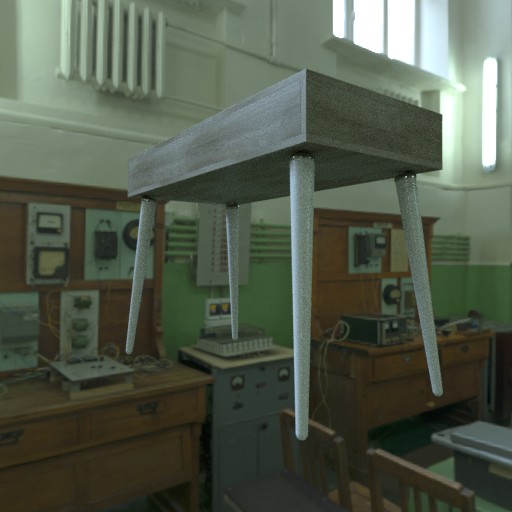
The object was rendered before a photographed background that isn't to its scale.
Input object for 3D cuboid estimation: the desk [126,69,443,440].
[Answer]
[{"bbox_3d":[0.000,0.000,1.392,0.491,0.723,0.979,0,0,-36],"label":"desk"}]
